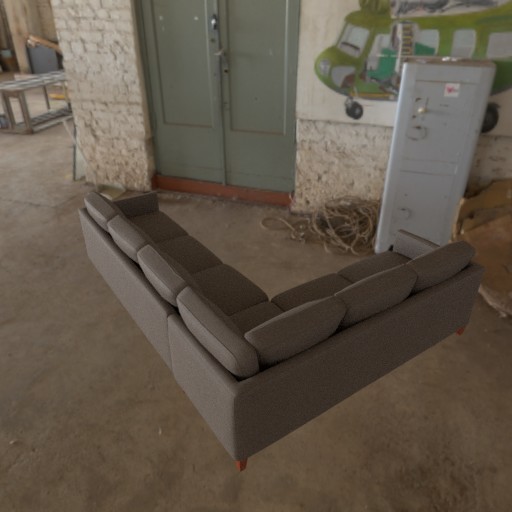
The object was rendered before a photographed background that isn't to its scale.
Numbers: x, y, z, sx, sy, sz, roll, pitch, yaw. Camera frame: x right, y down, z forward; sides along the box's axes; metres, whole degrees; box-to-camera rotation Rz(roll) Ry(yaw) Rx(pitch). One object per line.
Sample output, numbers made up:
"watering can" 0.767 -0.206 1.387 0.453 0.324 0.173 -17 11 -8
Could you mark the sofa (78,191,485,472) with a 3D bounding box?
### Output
"sofa" 0.000 0.000 4.451 2.593 0.947 3.302 -19 35 -29
